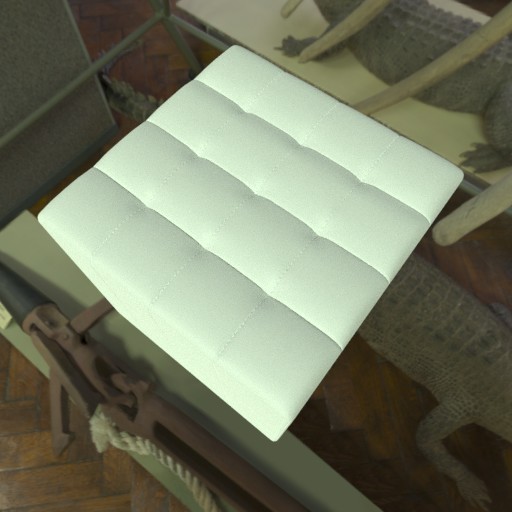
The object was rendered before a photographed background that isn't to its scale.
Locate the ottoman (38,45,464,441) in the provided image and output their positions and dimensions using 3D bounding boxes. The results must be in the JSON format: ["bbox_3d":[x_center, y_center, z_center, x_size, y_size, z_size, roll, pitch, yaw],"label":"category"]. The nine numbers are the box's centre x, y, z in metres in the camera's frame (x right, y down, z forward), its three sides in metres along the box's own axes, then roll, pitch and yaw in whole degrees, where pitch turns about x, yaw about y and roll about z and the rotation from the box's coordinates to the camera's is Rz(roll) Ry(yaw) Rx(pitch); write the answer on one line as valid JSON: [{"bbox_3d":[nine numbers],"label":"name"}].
[{"bbox_3d":[0.000,0.000,0.787,0.425,0.432,0.425,35,69,15],"label":"ottoman"}]
